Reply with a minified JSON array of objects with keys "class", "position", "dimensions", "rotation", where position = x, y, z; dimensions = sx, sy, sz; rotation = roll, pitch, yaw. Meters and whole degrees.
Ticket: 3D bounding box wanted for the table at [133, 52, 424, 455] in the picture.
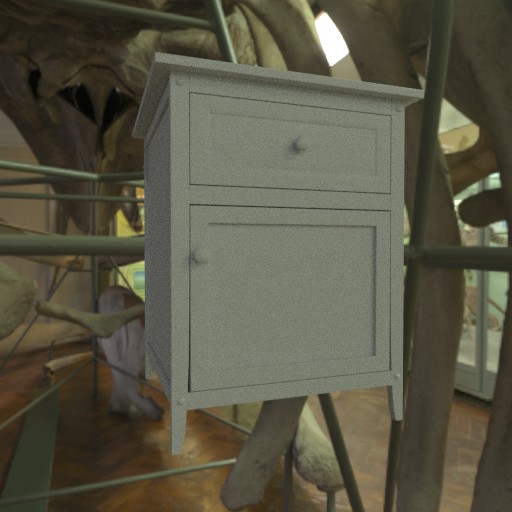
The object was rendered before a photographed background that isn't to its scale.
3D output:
[{"class":"table","position":[0.000,0.000,0.760],"dimensions":[0.381,0.483,0.381],"rotation":[0,1,-19]}]
